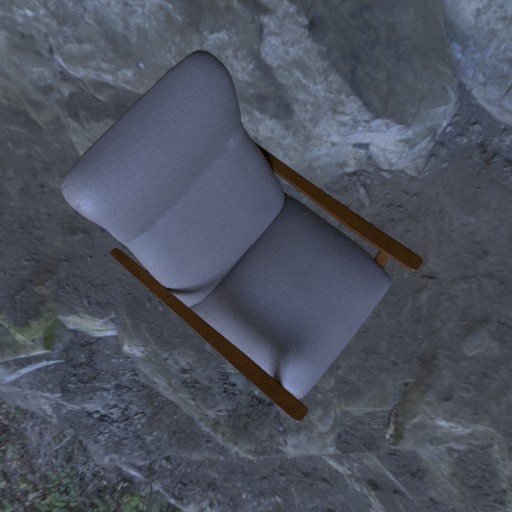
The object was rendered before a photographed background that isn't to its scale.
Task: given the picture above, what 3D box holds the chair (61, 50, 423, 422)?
[{"bbox_3d":[0.000,0.000,1.770,1.032,1.082,0.762,39,79,9],"label":"chair"}]
